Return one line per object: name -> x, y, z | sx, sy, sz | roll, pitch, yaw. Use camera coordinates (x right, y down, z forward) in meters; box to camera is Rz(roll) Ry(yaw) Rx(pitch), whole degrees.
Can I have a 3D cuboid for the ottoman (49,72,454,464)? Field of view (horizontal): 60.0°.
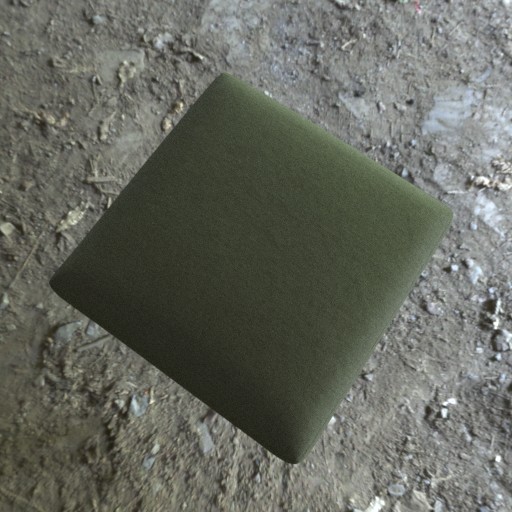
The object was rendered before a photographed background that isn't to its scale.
ottoman -> 0.000, 0.000, 1.634 | 1.041, 0.470, 1.041 | 34, 79, 8
